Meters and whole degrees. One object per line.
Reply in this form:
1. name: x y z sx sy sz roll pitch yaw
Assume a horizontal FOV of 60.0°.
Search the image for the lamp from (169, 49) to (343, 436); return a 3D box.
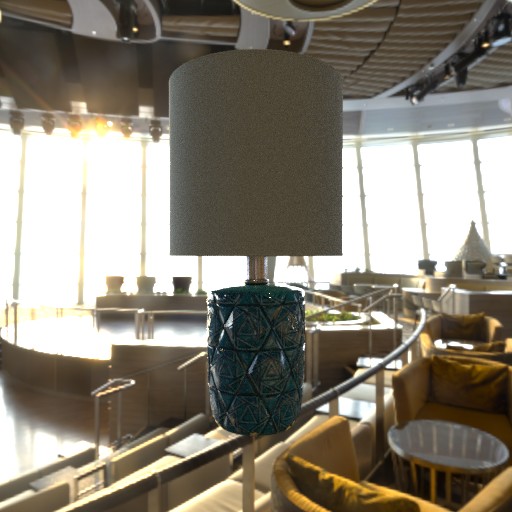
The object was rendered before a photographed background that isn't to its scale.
1. lamp: 0.000 0.000 0.500 0.193 0.377 0.193 0 0 34
